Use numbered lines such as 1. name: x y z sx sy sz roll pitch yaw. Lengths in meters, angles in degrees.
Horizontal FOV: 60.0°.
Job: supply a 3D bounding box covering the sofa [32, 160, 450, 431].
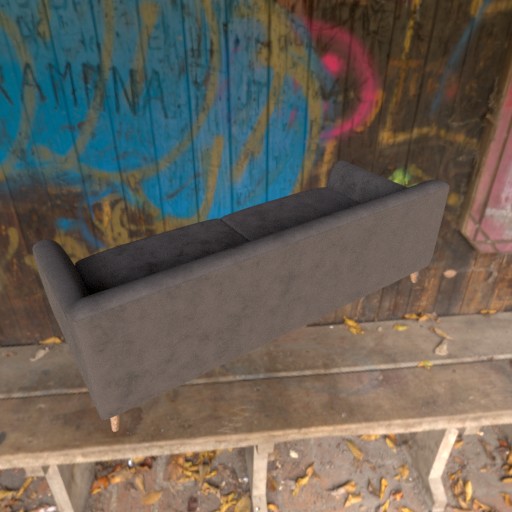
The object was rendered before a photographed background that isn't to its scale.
1. sofa: 0.000 0.000 2.591 2.190 0.740 0.900 -20 37 -28
